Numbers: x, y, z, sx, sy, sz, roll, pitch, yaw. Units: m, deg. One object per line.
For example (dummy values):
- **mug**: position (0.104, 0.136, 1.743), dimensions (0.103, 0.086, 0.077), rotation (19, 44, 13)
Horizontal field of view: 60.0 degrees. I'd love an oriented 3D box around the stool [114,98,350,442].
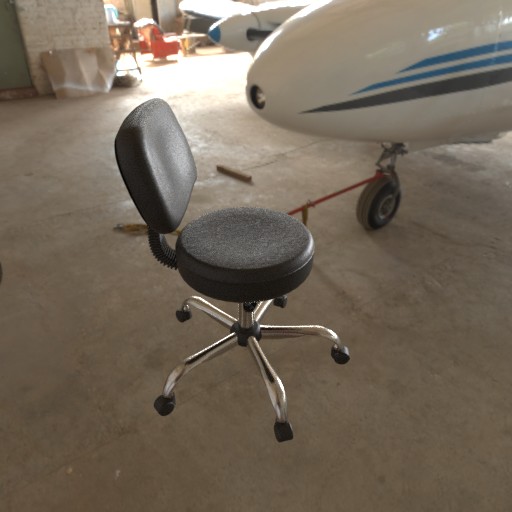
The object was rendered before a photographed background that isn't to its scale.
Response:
- **stool**: position (0.000, 0.000, 1.319), dimensions (0.648, 0.862, 0.673), rotation (0, 32, 0)
